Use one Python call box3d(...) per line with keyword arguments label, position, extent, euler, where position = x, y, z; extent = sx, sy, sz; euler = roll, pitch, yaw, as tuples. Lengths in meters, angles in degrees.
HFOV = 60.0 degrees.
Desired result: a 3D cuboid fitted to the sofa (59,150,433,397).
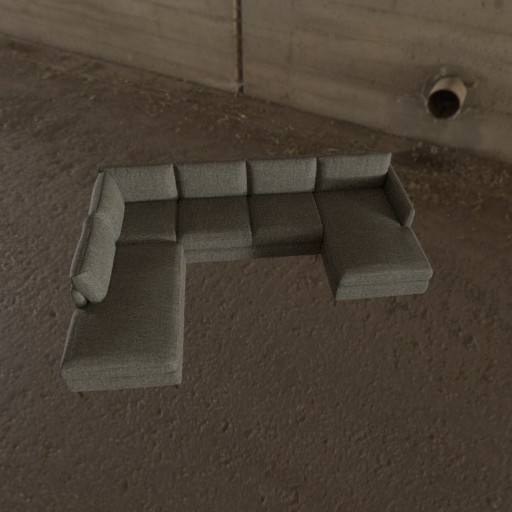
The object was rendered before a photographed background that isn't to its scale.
box3d(label="sofa", position=(0.000, 0.000, 3.556), extent=(2.737, 0.756, 1.879), euler=(-4, 47, -4))
